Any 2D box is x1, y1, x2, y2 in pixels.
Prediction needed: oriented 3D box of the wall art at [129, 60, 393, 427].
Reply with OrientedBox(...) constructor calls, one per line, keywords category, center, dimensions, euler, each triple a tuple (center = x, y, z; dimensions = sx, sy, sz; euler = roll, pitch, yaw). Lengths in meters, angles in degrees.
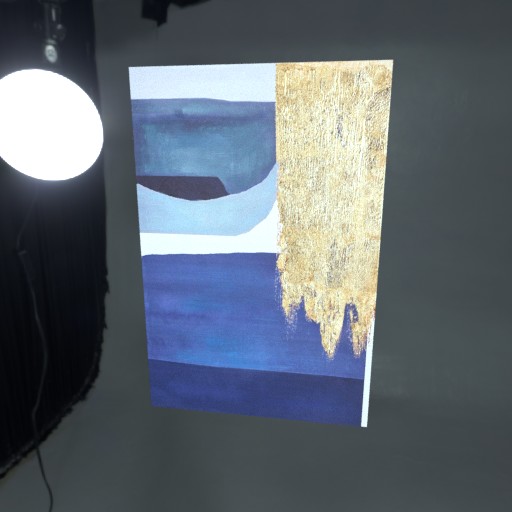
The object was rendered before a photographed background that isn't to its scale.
OrientedBox(category="wall art", center=(0.000, 0.000, 1.138), dimensions=(0.607, 0.911, 0.039), euler=(2, 15, 9))
